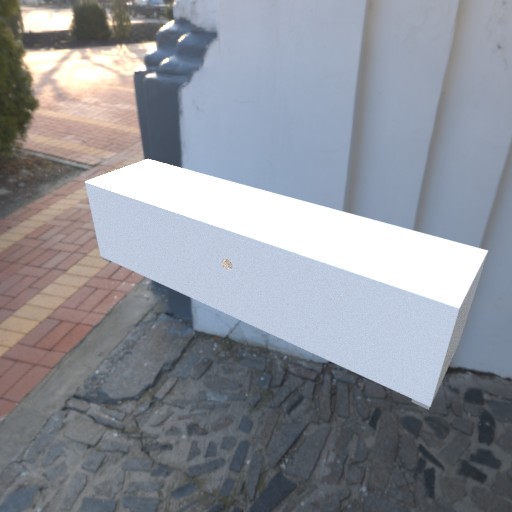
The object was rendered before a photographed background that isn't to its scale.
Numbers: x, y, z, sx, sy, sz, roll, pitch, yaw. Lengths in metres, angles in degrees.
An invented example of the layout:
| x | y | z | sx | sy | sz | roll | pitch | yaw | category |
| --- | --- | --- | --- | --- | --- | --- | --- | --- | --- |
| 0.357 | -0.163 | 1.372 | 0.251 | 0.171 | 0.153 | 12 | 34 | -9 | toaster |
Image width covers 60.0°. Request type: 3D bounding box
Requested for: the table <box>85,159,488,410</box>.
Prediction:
| x | y | z | sx | sy | sz | roll | pitch | yaw | category |
| --- | --- | --- | --- | --- | --- | --- | --- | --- | --- |
| 0.000 | 0.000 | 1.879 | 1.650 | 0.420 | 0.390 | 20 | 36 | 29 | table |
